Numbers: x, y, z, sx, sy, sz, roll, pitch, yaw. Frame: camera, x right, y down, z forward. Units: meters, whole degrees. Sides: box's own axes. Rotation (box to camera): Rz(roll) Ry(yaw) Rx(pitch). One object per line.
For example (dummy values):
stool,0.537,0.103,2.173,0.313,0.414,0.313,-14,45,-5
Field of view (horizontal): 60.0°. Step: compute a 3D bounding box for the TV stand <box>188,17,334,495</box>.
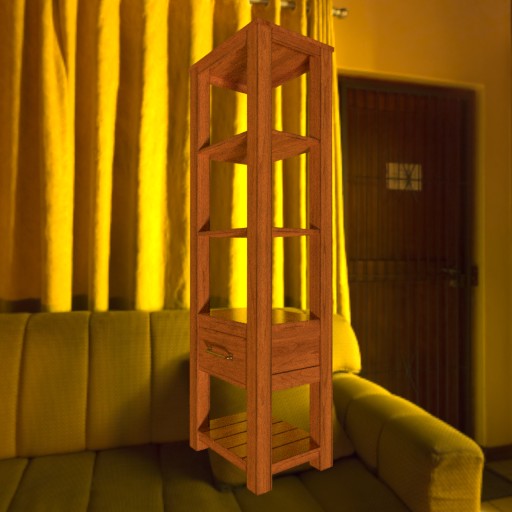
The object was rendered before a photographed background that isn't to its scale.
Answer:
TV stand,0.000,0.000,2.030,0.435,1.828,0.565,0,0,-36
